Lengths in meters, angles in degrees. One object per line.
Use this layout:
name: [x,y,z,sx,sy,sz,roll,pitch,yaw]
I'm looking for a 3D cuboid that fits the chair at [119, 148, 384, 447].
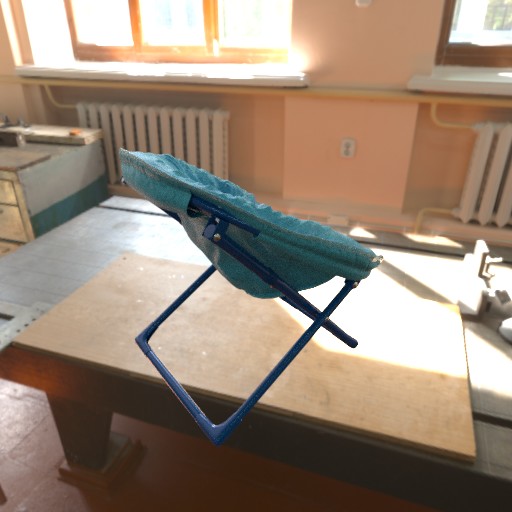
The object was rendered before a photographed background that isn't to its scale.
chair: [0.000,0.000,0.902,0.465,0.478,0.520,-18,32,-32]
